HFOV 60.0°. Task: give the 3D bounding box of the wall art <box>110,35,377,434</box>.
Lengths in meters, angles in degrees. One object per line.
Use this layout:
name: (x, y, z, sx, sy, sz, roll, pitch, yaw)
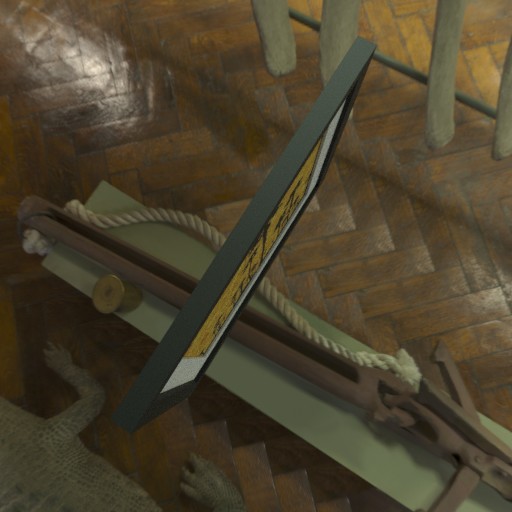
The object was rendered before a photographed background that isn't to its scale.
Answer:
wall art: (0.000, 0.000, 0.753, 0.028, 0.460, 0.561, 31, 79, 6)
